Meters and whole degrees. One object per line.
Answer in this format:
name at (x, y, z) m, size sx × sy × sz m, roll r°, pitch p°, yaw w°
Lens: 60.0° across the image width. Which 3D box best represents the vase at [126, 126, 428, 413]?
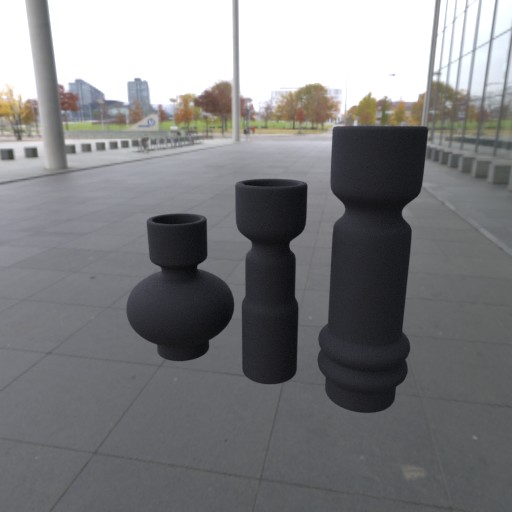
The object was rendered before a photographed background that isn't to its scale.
vase at (0.000, 0.000, 0.442) m, size 0.307 × 0.249 × 0.120 m, roll 8°, pitch 18°, yaw 25°
